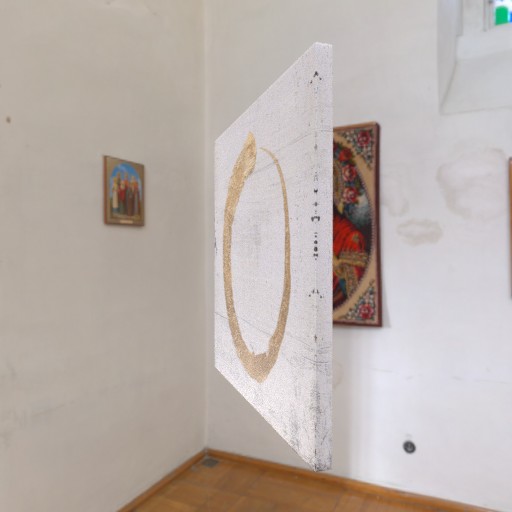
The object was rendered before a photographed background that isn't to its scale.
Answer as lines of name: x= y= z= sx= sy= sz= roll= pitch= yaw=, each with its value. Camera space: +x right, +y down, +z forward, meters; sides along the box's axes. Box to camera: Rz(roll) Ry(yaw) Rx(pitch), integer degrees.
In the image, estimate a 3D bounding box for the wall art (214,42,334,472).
wall art: x=0.000 y=0.000 z=1.144 sx=0.038 sy=0.762 sz=0.762 roll=0 pitch=1 yaw=-19
